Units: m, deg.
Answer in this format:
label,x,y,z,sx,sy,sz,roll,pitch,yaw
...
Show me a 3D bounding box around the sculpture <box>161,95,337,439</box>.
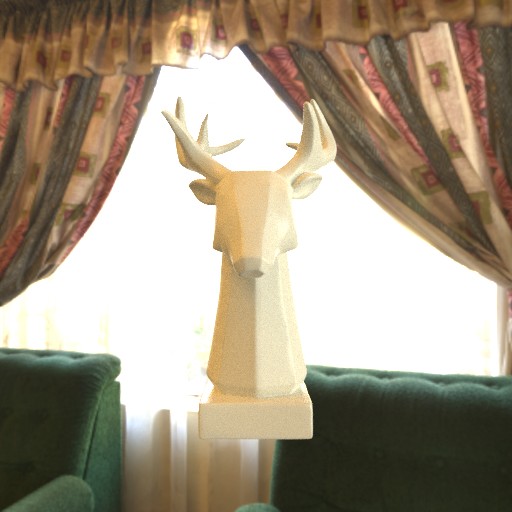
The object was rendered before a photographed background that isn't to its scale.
label,x,y,z,sx,sy,sz,roll,pitch,yaw
sculpture,0.000,0.000,0.448,0.174,0.329,0.224,0,0,0
